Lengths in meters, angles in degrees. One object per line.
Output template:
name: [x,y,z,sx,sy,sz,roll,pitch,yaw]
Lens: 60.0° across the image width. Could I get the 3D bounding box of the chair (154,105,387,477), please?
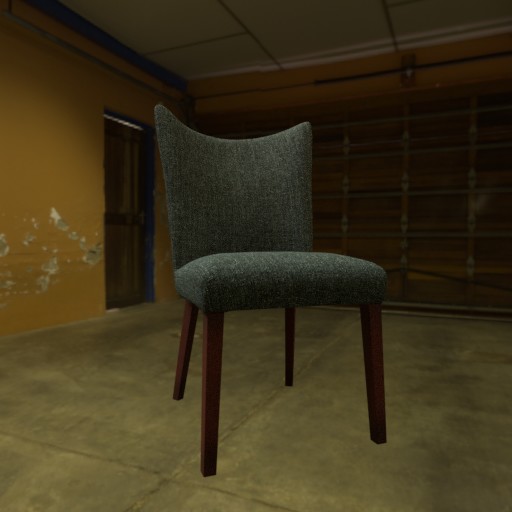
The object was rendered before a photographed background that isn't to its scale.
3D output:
chair: [0.000,0.000,1.300,0.535,0.924,0.623,-1,2,-21]
